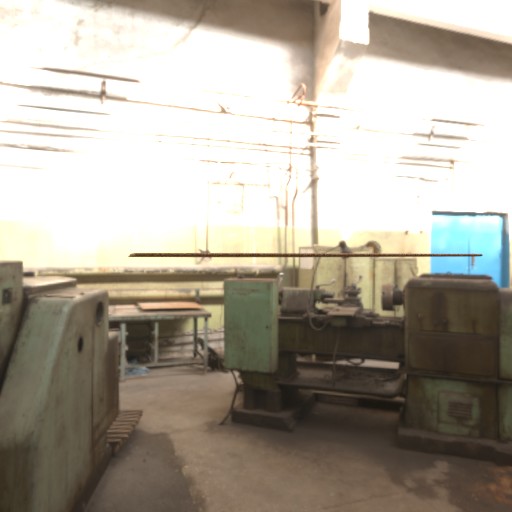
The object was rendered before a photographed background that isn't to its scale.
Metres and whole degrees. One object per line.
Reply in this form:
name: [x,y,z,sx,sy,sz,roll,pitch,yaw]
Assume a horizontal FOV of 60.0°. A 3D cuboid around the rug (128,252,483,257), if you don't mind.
rug: [0.000,0.000,2.796,1.566,0.013,2.141,0,0,-17]
